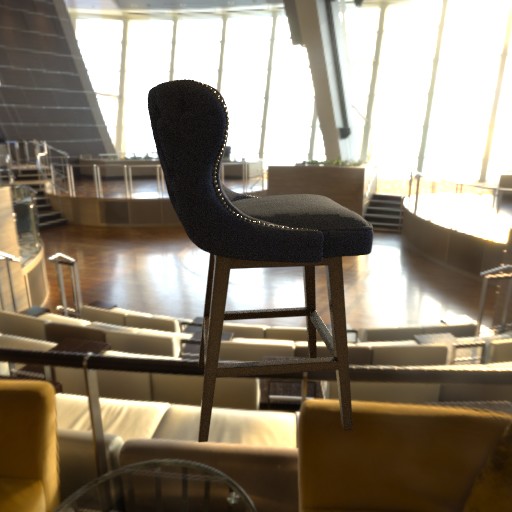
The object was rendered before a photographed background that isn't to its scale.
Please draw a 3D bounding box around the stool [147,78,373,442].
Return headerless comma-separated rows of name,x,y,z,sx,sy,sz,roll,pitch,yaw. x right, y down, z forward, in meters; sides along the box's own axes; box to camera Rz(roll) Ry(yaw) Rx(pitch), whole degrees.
stool,0.000,0.000,1.372,0.597,0.972,0.615,-2,16,-7
